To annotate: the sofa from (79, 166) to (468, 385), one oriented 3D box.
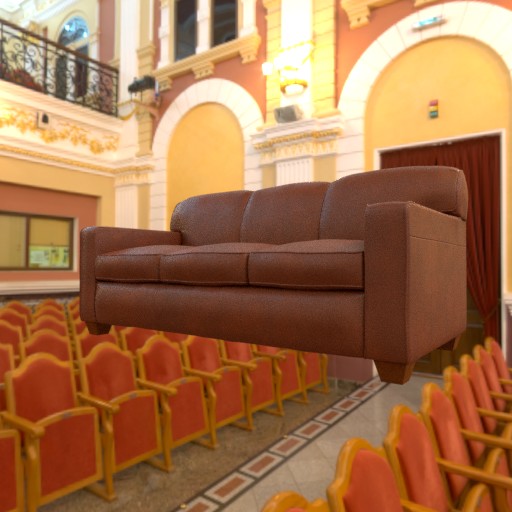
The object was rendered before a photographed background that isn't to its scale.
[{"bbox_3d":[0.000,0.000,2.494,2.039,0.953,1.008,-1,-1,36],"label":"sofa"}]
